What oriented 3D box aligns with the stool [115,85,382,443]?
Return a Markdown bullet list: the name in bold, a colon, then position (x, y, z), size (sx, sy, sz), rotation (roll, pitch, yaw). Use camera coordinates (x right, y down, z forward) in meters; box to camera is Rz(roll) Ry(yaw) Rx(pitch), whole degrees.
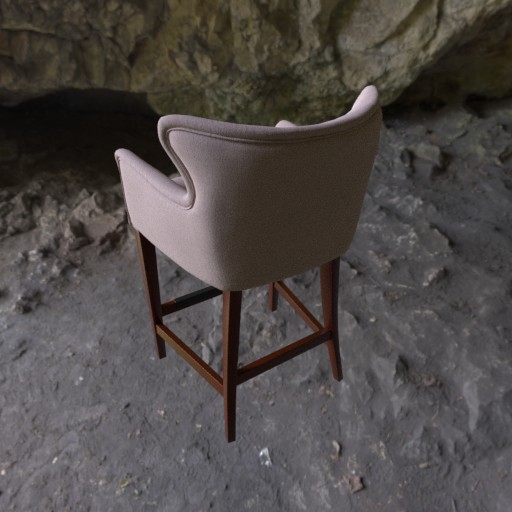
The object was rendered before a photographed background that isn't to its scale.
- **stool**: position (0.000, 0.000, 1.331), size (0.601, 0.951, 0.570), rotation (-19, 36, -28)
